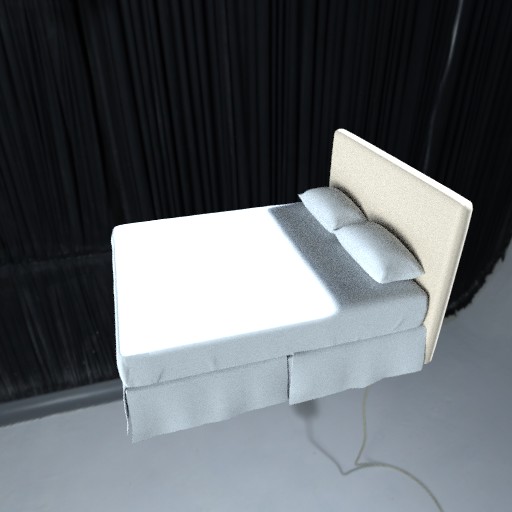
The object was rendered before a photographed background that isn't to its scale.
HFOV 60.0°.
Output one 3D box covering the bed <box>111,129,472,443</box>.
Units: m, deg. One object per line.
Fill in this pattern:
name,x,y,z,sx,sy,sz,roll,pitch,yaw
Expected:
bed,0.000,0.000,3.293,2.142,1.330,1.748,-9,32,-14
